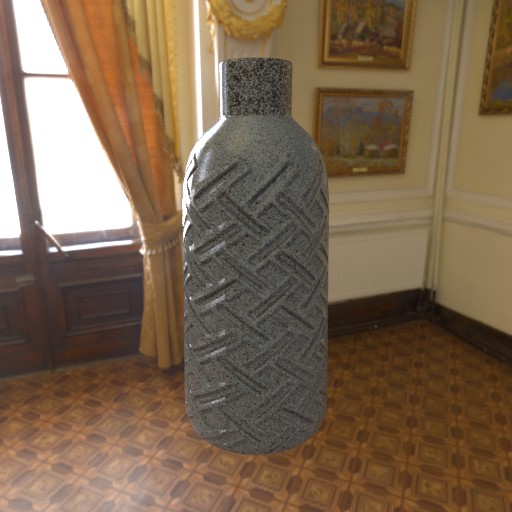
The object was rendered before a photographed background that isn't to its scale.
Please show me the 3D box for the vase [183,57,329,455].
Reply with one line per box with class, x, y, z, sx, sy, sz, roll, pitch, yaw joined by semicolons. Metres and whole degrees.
vase;0.000;0.000;0.350;0.122;0.282;0.122;0;16;0
